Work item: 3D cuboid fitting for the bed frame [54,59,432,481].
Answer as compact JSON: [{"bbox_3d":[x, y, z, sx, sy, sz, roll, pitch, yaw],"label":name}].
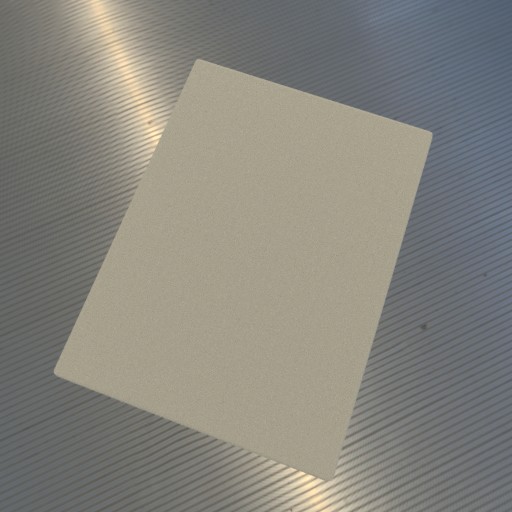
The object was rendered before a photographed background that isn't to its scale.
[{"bbox_3d":[0.000,0.000,3.486,1.990,0.680,2.635,19,77,5],"label":"bed frame"}]
